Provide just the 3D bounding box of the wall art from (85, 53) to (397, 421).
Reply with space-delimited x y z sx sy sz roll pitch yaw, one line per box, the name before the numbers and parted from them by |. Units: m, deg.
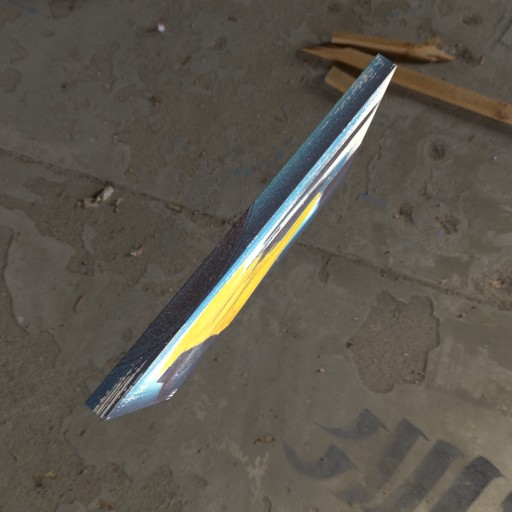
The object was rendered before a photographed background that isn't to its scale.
wall art | 0.000 0.000 0.772 0.033 0.406 0.609 37 79 9
